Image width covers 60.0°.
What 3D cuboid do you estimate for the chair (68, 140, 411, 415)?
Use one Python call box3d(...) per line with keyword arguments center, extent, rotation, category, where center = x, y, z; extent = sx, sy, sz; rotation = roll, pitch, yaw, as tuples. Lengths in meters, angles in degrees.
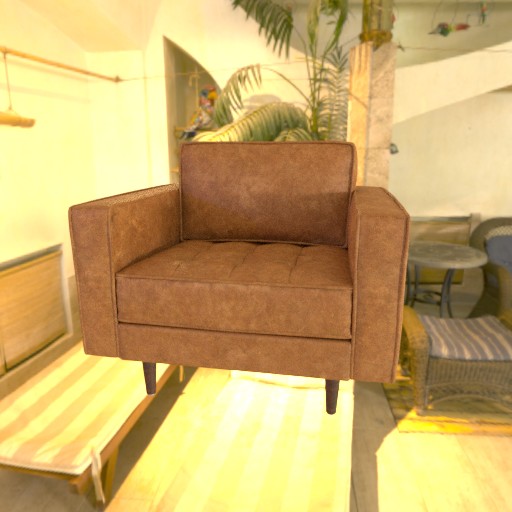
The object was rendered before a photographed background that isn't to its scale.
box3d(center=(0.000, 0.000, 1.517), extent=(0.928, 0.767, 0.798), rotation=(3, 14, 11), category="chair")
